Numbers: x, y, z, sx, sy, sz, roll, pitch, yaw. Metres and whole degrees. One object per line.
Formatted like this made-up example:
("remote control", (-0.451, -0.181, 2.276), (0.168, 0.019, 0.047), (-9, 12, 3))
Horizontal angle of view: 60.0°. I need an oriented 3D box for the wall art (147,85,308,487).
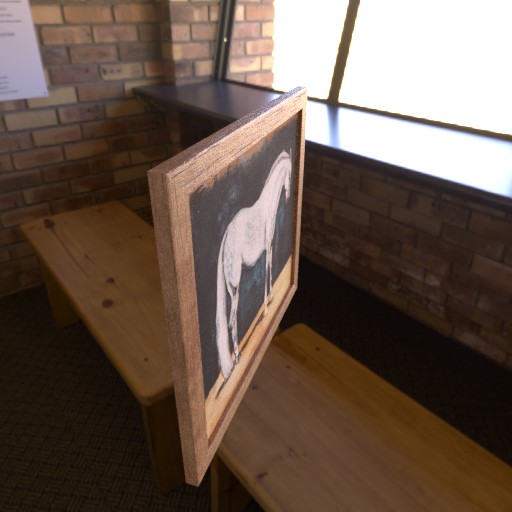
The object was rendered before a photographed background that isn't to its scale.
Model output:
("wall art", (0.000, 0.000, 0.943), (0.026, 0.588, 0.690), (10, 31, 17))
